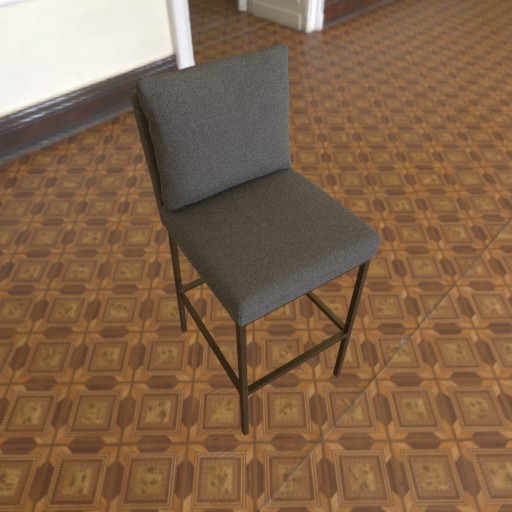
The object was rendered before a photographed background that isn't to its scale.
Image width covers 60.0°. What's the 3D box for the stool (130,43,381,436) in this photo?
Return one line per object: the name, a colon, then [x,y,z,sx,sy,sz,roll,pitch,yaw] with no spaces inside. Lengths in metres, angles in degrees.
stool: [0.000,0.000,1.418,0.463,1.132,0.569,-25,51,-22]
